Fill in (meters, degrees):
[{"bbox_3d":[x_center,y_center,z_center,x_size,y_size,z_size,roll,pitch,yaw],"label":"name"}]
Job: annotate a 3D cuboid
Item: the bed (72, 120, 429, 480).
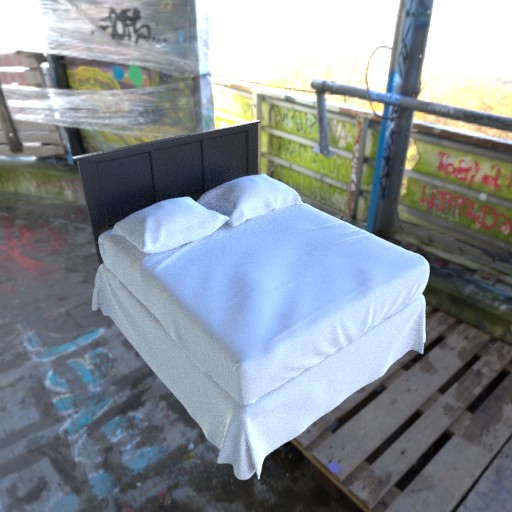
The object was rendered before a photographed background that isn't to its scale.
[{"bbox_3d":[0.000,0.000,3.160,1.870,1.270,2.050,-22,37,-33],"label":"bed"}]
